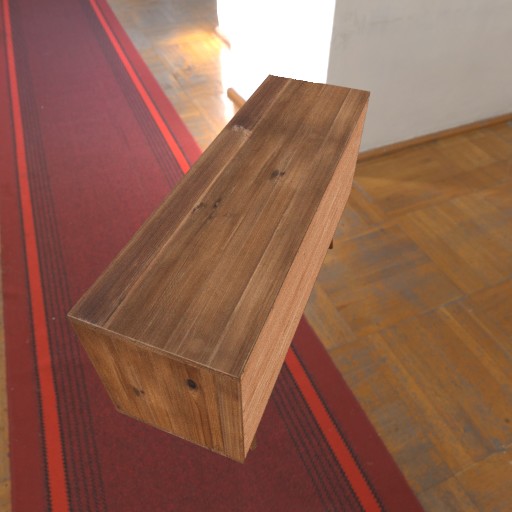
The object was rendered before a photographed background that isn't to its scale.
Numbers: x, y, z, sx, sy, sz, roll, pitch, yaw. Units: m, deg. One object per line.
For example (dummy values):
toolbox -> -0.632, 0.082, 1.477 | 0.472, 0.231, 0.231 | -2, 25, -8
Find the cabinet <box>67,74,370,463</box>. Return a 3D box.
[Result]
cabinet -> 0.000, 0.000, 1.749 | 0.472, 0.800, 1.400 | 16, 49, 15
